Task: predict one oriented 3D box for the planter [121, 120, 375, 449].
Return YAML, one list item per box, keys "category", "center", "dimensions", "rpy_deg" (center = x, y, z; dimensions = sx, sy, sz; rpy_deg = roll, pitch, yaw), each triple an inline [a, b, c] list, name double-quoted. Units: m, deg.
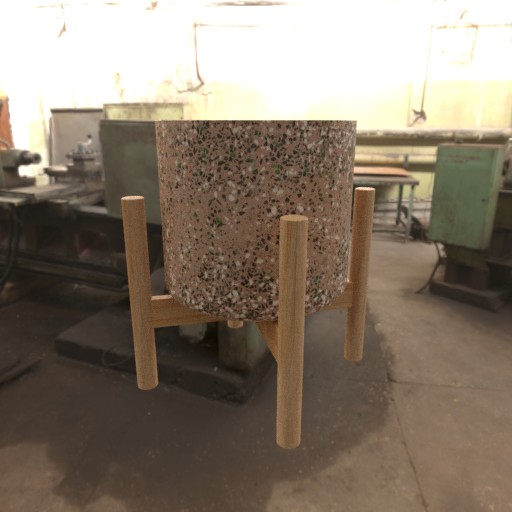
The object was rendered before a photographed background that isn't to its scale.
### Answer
- category: "planter"
  center: [0.000, 0.000, 0.546]
  dimensions: [0.284, 0.320, 0.284]
  rpy_deg: [3, 17, 8]
